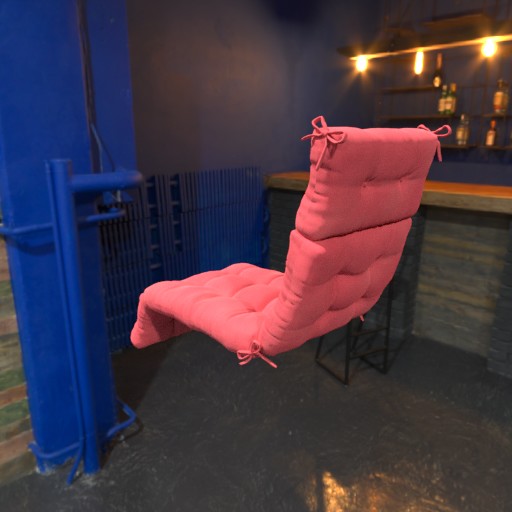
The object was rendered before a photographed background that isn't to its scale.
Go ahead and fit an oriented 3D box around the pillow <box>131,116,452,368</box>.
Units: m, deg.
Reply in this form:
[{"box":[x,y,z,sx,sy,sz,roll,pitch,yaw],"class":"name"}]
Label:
[{"box":[0.000,0.000,1.491,0.526,0.863,1.016,-14,21,-42],"class":"pillow"}]
